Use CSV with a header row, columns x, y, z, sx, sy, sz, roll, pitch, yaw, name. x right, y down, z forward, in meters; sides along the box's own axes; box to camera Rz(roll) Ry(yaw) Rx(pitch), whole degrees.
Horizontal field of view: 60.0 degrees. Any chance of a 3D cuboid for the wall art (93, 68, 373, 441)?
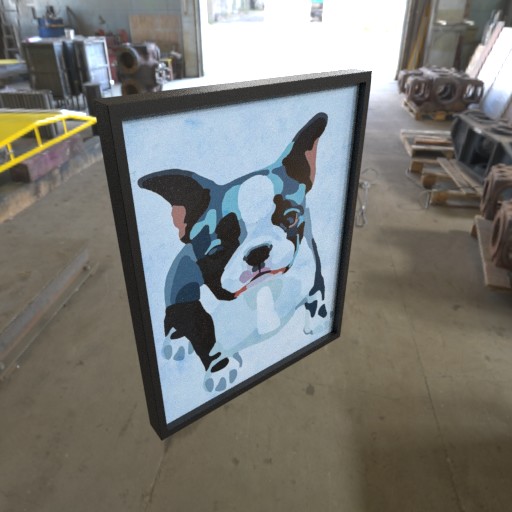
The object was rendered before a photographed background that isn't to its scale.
x,y,z,sx,sy,sz,roll,pitch,yaw,name
0.000,0.000,0.500,0.294,0.369,0.030,-21,36,-32,wall art
